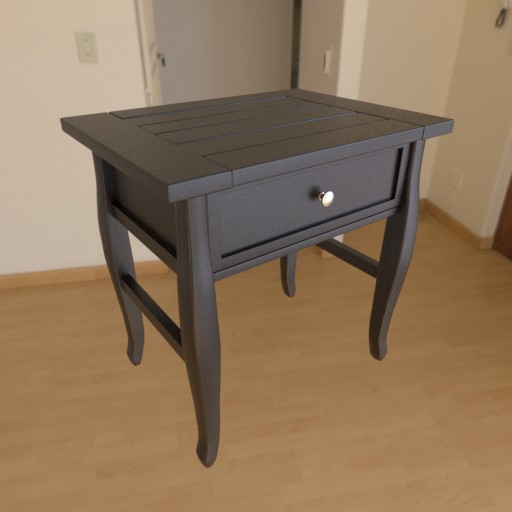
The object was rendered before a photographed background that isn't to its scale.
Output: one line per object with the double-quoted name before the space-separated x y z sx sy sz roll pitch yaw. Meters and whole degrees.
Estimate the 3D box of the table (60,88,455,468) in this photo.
"table" 0.000 0.000 0.995 0.602 0.604 0.460 -20 35 -31
